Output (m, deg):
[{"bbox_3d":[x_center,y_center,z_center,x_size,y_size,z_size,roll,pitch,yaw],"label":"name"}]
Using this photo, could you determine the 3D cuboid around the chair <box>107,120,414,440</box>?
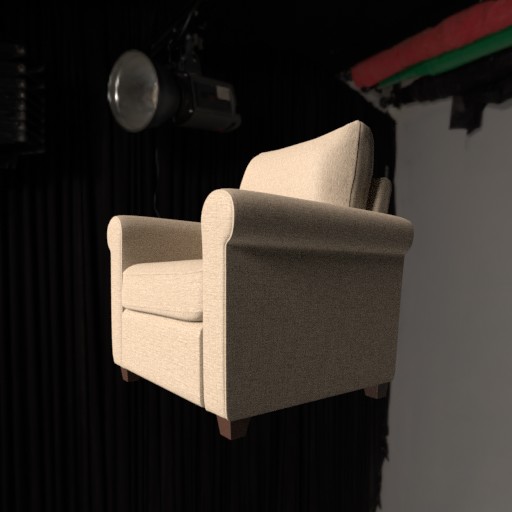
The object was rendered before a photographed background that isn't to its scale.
[{"bbox_3d":[0.000,0.000,2.331,1.180,1.349,1.275,1,-2,-37],"label":"chair"}]
